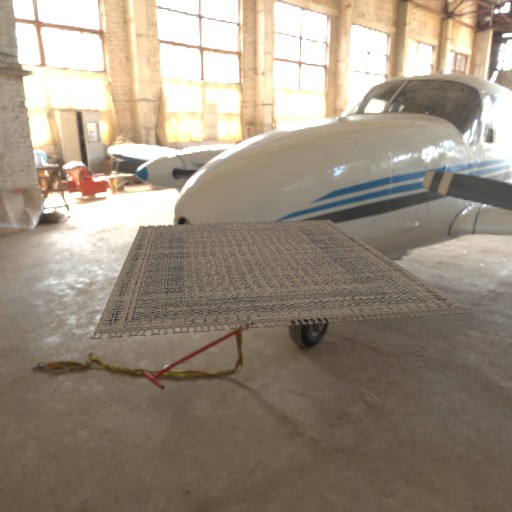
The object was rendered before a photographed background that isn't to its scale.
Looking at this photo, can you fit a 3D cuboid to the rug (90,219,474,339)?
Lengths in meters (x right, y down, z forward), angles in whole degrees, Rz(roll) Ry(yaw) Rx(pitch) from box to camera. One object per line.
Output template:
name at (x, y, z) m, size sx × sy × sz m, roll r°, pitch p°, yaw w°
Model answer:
rug at (0.000, 0.000, 3.976) m, size 2.312 × 0.013 × 2.940 m, roll -3°, pitch 16°, yaw -9°
